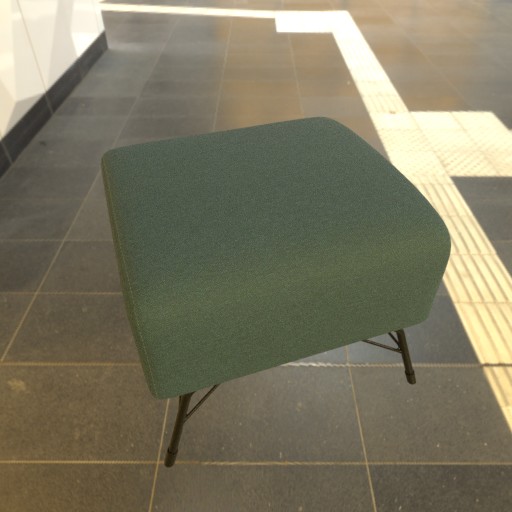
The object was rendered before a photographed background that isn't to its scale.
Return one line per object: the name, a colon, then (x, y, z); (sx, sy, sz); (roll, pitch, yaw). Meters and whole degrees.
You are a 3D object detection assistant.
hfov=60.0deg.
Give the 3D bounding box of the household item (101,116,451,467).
household item: (0.000, 0.000, 0.907); (0.530, 0.420, 0.530); (-13, 43, -14)
